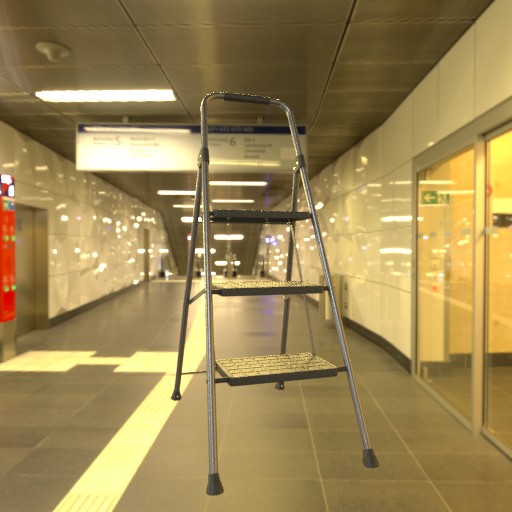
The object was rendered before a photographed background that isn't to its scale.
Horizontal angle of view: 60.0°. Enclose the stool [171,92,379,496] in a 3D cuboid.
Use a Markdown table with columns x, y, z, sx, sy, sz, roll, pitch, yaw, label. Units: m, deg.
| x | y | z | sx | sy | sz | roll | pitch | yaw | label |
| --- | --- | --- | --- | --- | --- | --- | --- | --- | --- |
| 0.000 | 0.000 | 1.454 | 0.473 | 1.121 | 0.733 | 0 | 1 | -18 | stool |
